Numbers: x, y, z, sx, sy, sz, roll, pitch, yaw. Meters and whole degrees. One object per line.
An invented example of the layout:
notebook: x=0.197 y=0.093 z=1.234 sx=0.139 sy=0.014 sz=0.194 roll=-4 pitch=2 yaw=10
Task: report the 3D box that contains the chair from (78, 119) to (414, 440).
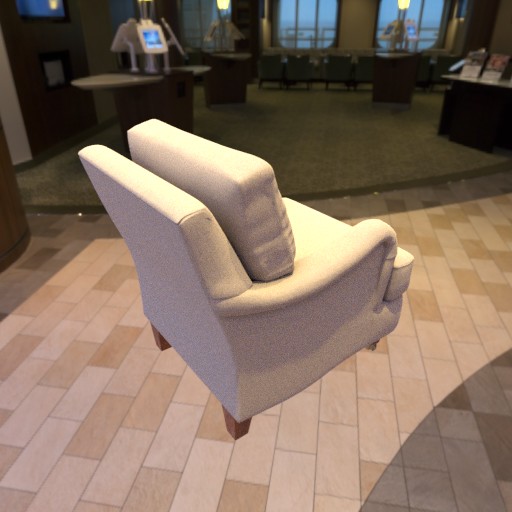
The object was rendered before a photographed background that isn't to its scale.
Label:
chair: x=0.000 y=0.000 z=1.872 sx=1.078 sy=1.076 sz=0.895 roll=-19 pitch=33 yaw=-31
